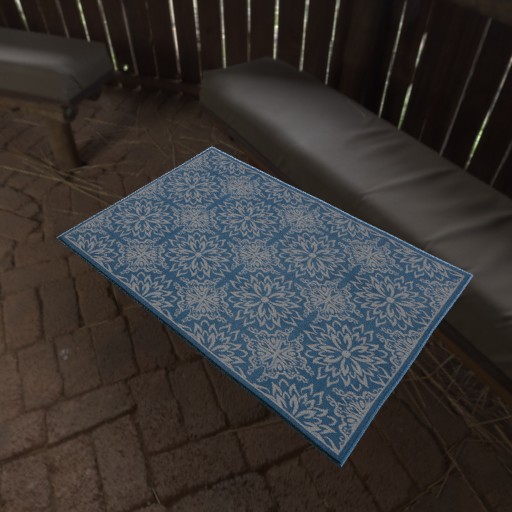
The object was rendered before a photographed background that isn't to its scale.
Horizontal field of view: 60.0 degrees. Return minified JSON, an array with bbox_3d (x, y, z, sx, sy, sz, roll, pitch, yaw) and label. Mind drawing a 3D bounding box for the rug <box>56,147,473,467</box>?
[{"bbox_3d":[0.000,0.000,3.502,2.769,0.018,1.830,31,53,27],"label":"rug"}]
